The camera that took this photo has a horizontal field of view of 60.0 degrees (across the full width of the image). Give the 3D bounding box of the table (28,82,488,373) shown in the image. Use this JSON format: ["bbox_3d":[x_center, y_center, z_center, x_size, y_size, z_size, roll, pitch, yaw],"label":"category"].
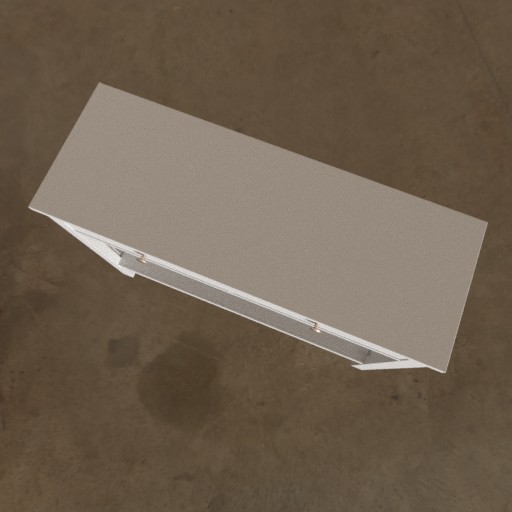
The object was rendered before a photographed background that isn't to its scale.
[{"bbox_3d":[0.000,0.000,1.455,1.068,0.753,0.397,21,76,6],"label":"table"}]
